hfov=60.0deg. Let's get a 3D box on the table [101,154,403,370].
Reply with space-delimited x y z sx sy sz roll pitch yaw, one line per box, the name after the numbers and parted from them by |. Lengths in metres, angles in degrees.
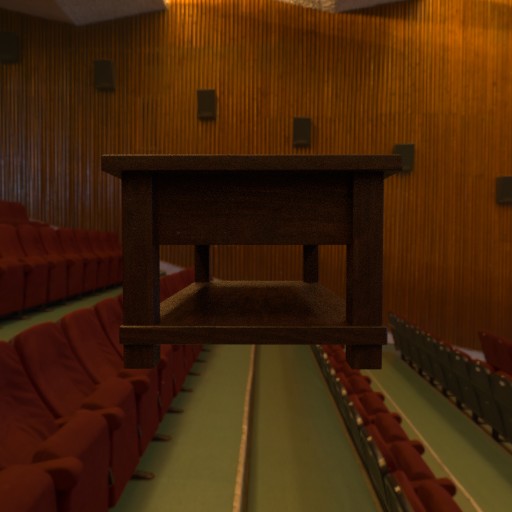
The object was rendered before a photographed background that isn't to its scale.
0.000 0.000 1.633 0.700 0.494 1.270 0 2 1 | table
